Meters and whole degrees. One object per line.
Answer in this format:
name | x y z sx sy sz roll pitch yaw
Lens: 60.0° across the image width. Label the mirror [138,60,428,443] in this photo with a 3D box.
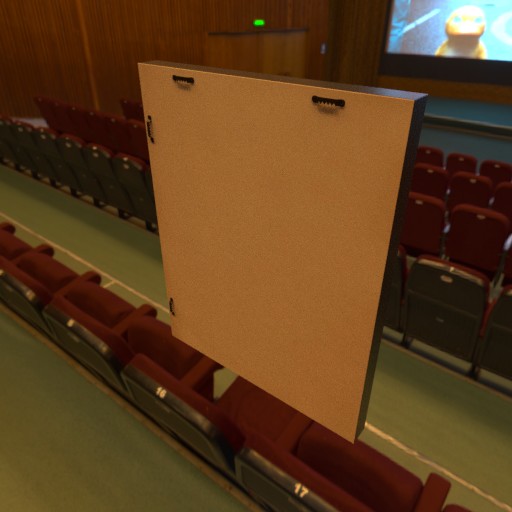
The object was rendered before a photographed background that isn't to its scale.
mirror | 0.000 0.000 0.667 0.405 0.508 0.041 22 37 32
